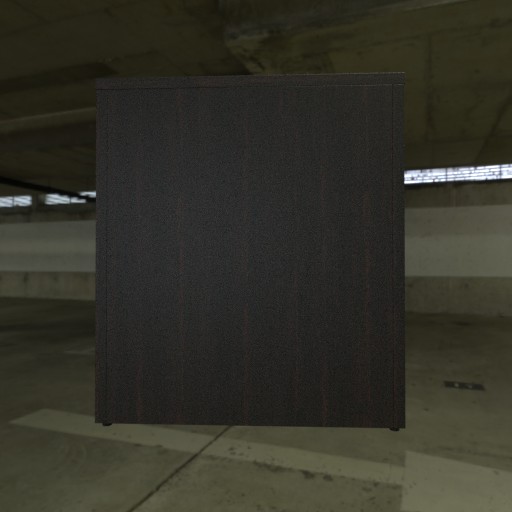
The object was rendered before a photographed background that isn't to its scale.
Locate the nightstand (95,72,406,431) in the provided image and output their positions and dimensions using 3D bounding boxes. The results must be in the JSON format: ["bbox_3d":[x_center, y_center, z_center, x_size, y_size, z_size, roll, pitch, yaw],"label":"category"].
[{"bbox_3d":[0.000,0.000,0.799,0.400,0.460,0.461,0,-1,3],"label":"nightstand"}]
